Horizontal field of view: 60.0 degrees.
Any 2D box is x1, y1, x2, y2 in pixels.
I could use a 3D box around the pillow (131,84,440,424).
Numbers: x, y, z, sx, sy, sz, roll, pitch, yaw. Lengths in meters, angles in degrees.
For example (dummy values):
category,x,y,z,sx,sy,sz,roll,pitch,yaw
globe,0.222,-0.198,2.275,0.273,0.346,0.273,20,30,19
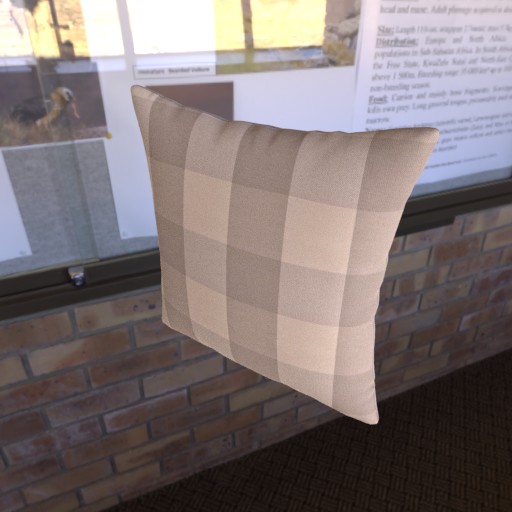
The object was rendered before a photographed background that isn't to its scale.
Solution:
category,x,y,z,sx,sy,sz,roll,pitch,yaw
pillow,0.000,0.000,0.760,0.511,0.509,0.161,19,36,29
